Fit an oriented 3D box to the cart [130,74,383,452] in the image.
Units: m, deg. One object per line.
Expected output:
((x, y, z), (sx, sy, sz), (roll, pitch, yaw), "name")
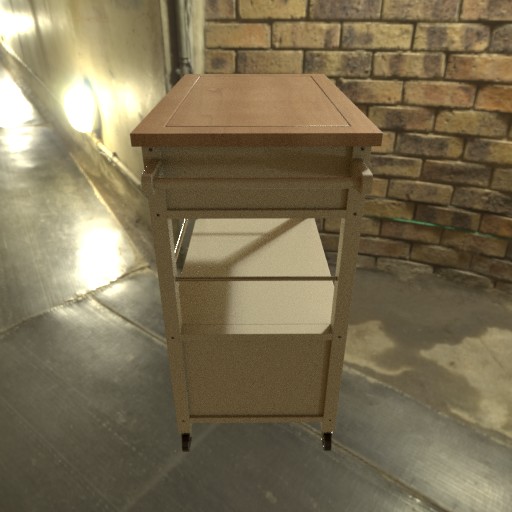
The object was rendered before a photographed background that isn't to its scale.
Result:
((0.000, 0.000, 1.319), (0.459, 0.901, 0.840), (0, 30, 0), "cart")
